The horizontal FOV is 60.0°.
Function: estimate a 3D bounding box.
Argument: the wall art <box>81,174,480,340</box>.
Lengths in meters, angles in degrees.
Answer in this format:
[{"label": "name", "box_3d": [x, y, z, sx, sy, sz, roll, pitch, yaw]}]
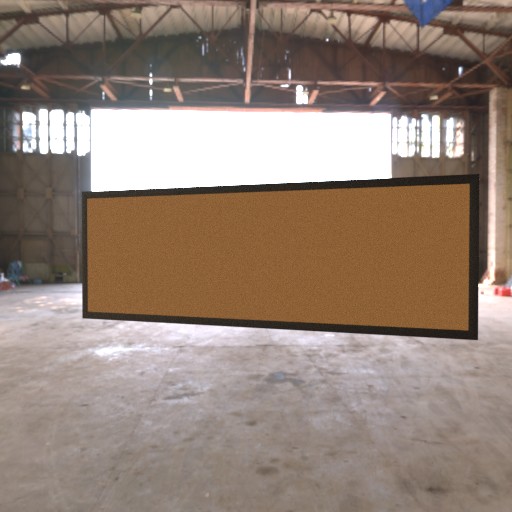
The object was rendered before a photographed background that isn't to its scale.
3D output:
[{"label": "wall art", "box_3d": [0.000, 0.000, 0.951, 0.860, 0.303, 0.037, 0, 1, 17]}]
